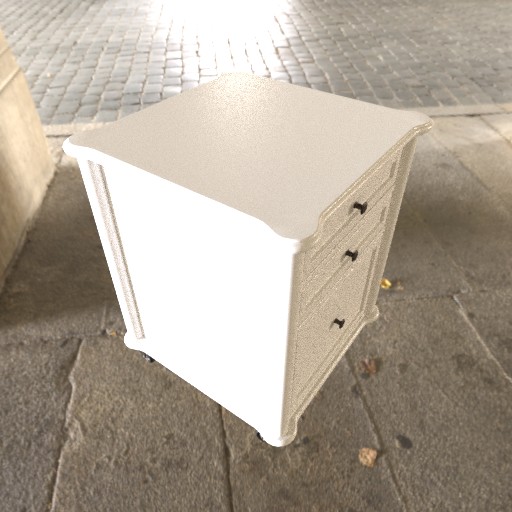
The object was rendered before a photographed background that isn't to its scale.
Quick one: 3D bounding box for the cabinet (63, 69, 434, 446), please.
[{"bbox_3d":[0.000,0.000,1.244,0.627,0.761,0.628,25,47,27],"label":"cabinet"}]
